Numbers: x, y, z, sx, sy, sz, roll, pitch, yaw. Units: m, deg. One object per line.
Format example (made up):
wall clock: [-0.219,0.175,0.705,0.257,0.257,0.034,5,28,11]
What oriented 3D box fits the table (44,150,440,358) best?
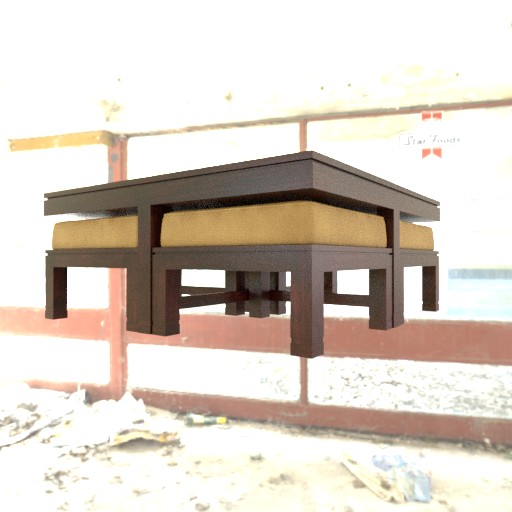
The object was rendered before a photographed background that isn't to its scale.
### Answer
table: [0.000,0.000,1.356,0.865,0.356,0.865,0,0,36]
